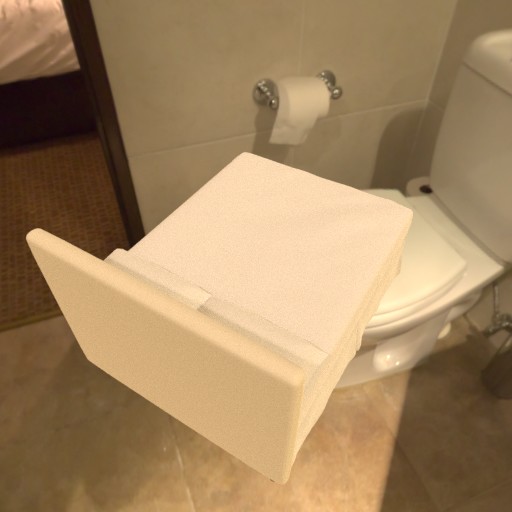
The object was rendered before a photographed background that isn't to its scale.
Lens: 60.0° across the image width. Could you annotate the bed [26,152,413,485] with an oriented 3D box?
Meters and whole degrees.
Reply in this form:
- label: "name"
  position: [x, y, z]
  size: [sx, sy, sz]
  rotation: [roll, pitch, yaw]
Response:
- label: "bed"
  position: [0.000, 0.000, 3.137]
  size: [1.714, 1.330, 2.147]
  rotation: [24, 50, 22]
